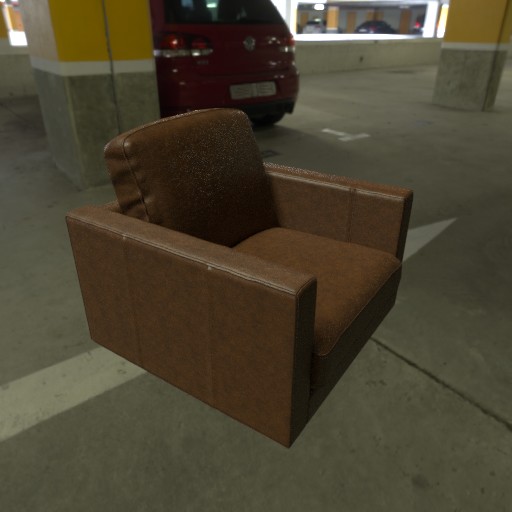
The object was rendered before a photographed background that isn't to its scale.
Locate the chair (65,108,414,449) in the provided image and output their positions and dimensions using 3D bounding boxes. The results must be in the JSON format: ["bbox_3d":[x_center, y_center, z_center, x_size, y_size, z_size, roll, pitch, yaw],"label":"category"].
[{"bbox_3d":[0.000,0.000,1.635,0.909,0.956,0.890,18,32,30],"label":"chair"}]
